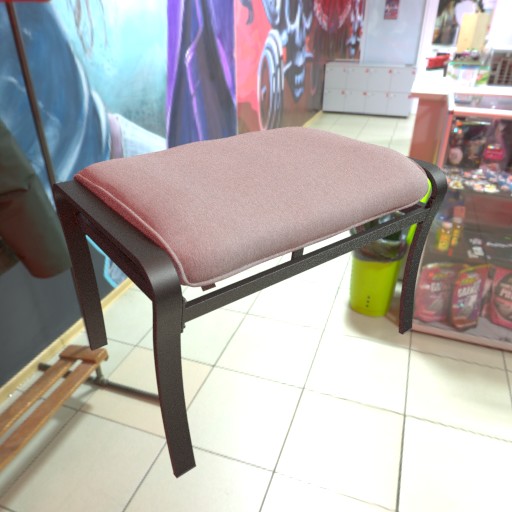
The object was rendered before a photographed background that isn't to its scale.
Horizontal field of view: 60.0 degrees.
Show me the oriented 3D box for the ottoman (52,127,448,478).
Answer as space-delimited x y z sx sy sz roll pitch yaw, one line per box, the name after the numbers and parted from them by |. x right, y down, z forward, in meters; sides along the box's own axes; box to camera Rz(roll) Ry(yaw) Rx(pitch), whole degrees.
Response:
0.000 0.000 0.886 0.610 0.422 0.406 -21 35 -32 | ottoman
